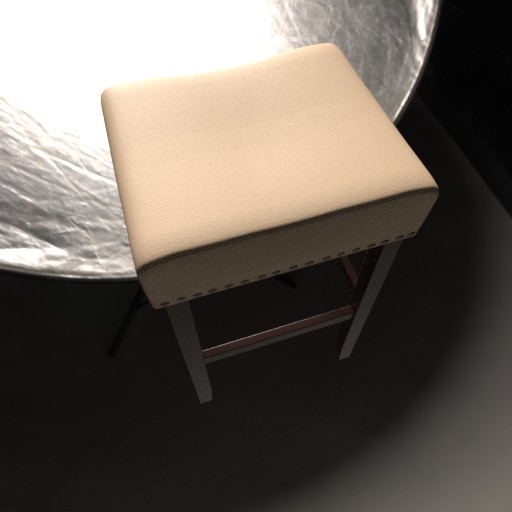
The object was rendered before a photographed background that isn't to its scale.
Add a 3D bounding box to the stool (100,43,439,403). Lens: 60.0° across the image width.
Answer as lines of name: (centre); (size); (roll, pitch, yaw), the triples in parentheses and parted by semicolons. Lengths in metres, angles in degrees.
stool: (0.000, 0.000, 1.036); (0.471, 0.762, 0.401); (-15, 59, -10)
